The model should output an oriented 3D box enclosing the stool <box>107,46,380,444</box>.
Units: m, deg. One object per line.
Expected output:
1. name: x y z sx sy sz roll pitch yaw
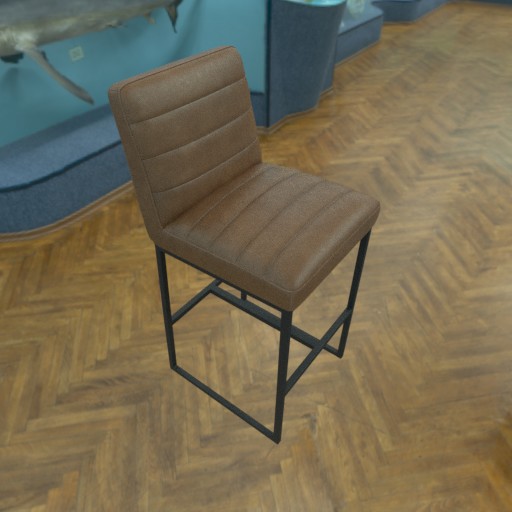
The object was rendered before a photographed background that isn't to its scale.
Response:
1. stool: 0.000 0.000 1.338 0.556 1.040 0.458 26 47 27
